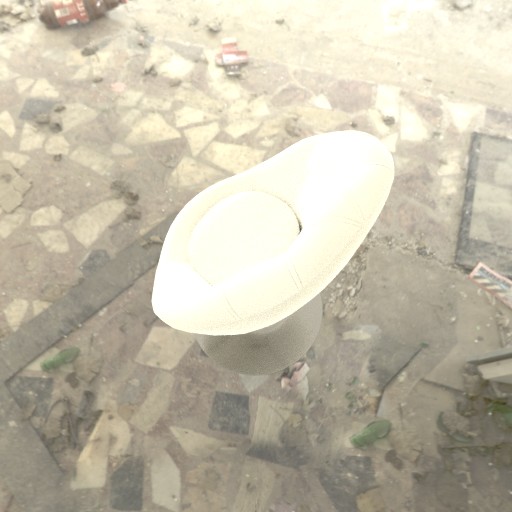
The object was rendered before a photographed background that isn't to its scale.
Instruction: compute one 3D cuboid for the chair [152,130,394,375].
[{"bbox_3d":[0.000,0.000,1.805,0.736,1.261,0.940,34,68,16],"label":"chair"}]
